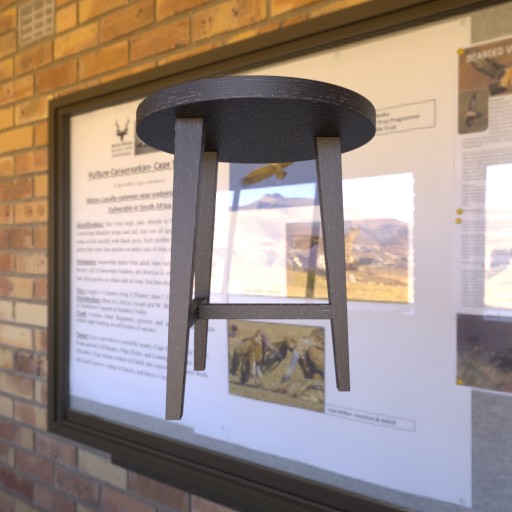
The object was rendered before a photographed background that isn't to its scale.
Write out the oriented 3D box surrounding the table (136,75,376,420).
[{"bbox_3d":[0.000,0.000,0.763,0.399,0.460,0.399,0,0,0],"label":"table"}]
